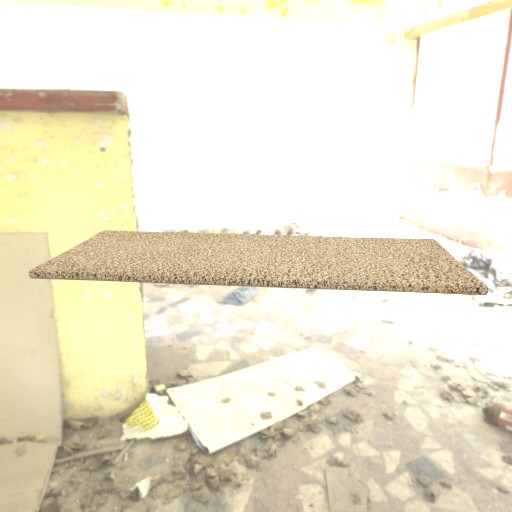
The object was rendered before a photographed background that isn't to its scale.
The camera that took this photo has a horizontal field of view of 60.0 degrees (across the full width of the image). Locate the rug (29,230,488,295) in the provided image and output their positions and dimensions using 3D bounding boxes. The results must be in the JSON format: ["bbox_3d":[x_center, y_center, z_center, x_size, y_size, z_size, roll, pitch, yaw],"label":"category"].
[{"bbox_3d":[0.000,0.000,1.741,1.524,0.030,0.609,2,17,6],"label":"rug"}]
